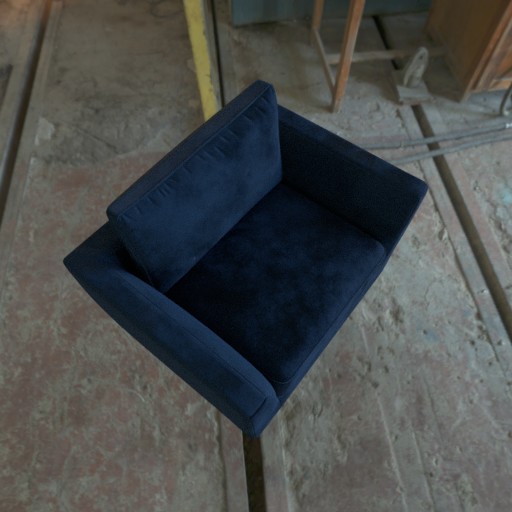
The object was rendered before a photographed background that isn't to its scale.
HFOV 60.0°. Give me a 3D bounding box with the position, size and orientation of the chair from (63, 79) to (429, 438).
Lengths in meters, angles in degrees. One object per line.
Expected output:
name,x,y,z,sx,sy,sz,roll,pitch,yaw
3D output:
chair,0.000,0.000,1.599,0.746,0.893,0.977,34,65,19
